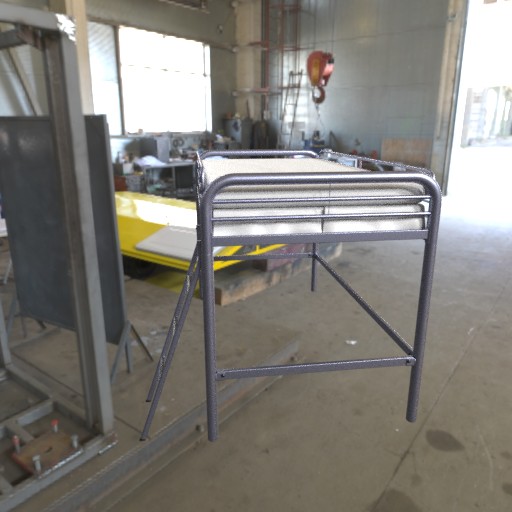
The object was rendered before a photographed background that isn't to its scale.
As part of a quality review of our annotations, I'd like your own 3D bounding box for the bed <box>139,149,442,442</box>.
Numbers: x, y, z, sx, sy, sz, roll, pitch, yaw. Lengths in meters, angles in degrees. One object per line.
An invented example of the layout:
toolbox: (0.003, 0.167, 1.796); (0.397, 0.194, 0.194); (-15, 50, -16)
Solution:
bed: (0.000, 0.000, 2.955); (1.415, 1.288, 1.965); (-2, 16, -8)
